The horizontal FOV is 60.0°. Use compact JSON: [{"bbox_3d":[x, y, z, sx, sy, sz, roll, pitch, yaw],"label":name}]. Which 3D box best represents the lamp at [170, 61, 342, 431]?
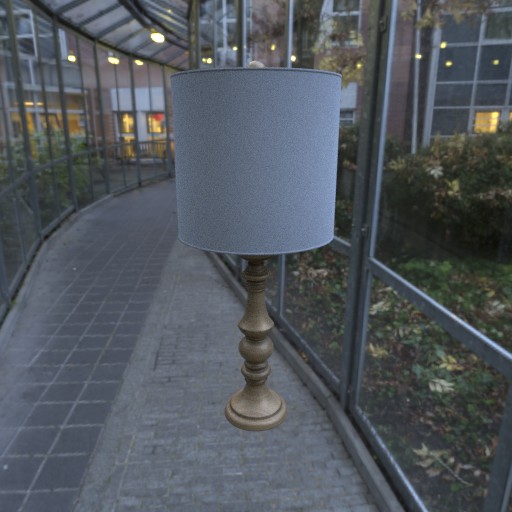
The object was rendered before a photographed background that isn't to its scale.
[{"bbox_3d":[0.000,0.000,0.736,0.250,0.597,0.250,3,17,9],"label":"lamp"}]
